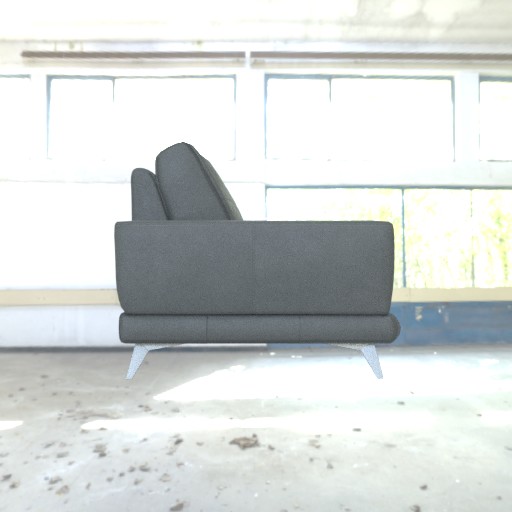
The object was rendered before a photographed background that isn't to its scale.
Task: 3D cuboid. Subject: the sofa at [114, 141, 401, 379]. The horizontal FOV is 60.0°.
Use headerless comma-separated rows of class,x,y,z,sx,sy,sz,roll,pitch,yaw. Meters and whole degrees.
sofa,0.000,0.000,2.417,1.018,0.907,1.806,0,-1,0
